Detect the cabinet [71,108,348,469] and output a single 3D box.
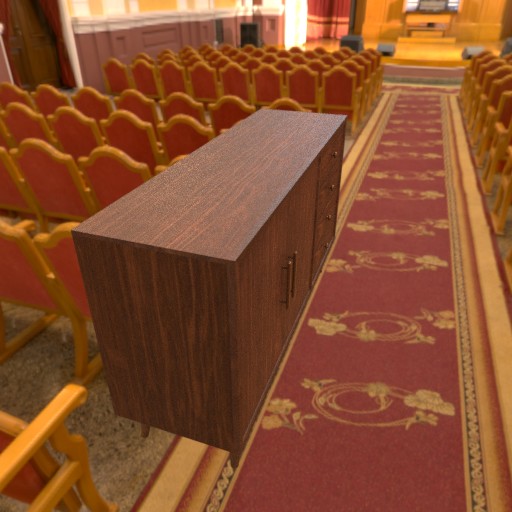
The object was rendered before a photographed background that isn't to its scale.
[{"bbox_3d":[0.000,0.000,2.009,0.505,0.940,1.575,10,32,17],"label":"cabinet"}]
